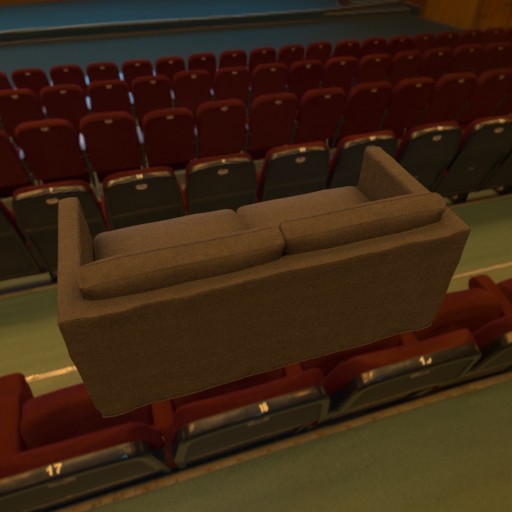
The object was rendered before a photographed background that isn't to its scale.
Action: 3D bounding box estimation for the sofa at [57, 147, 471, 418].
[{"bbox_3d":[0.000,0.000,2.478,1.982,0.855,0.953,-12,43,-14],"label":"sofa"}]
